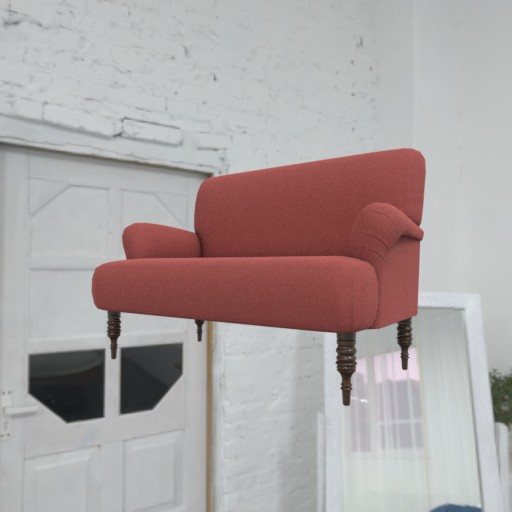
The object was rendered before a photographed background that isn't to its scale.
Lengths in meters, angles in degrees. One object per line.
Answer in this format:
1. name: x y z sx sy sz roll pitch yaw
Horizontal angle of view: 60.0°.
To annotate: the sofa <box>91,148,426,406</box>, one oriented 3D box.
1. sofa: 0.000 0.000 1.850 1.297 0.889 0.779 -1 -1 36
